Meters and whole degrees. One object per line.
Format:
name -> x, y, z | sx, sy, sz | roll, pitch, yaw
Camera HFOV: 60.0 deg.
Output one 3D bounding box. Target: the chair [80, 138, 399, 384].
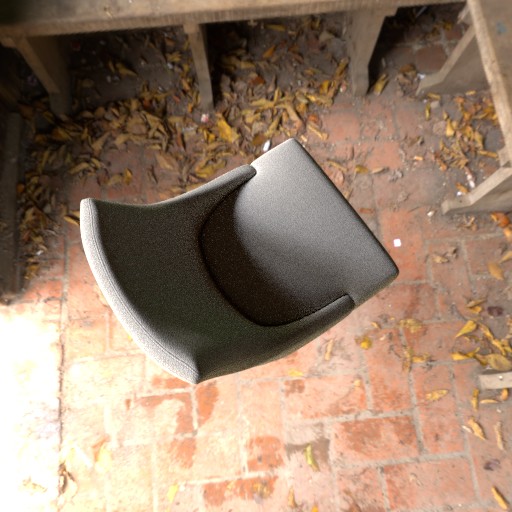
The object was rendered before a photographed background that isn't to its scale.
chair -> 0.000, 0.000, 1.555 | 0.861, 0.909, 0.701 | -33, 77, -9
